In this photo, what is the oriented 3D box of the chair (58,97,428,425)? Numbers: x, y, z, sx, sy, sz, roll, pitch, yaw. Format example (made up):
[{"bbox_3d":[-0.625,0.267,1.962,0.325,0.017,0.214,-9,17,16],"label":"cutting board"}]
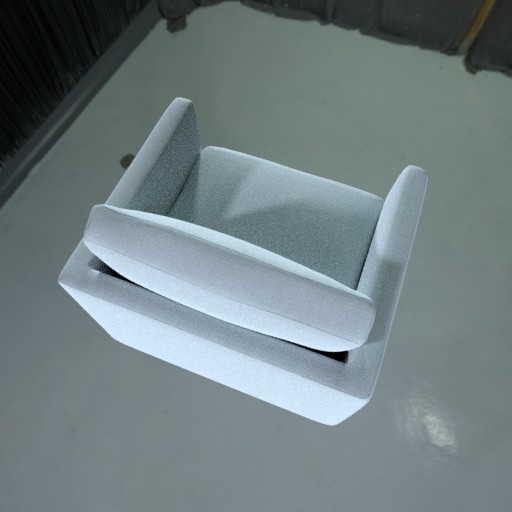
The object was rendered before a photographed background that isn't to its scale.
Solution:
[{"bbox_3d":[0.000,0.000,1.821,1.107,0.961,0.953,19,65,9],"label":"chair"}]
